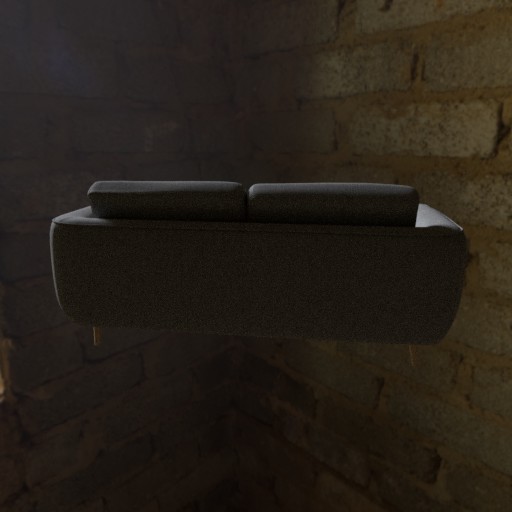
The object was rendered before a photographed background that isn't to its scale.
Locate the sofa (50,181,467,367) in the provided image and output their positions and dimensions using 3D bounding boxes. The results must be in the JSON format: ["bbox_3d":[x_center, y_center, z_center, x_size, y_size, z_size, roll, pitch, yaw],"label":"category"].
[{"bbox_3d":[0.000,0.000,2.436,2.000,0.870,0.920,2,16,7],"label":"sofa"}]
